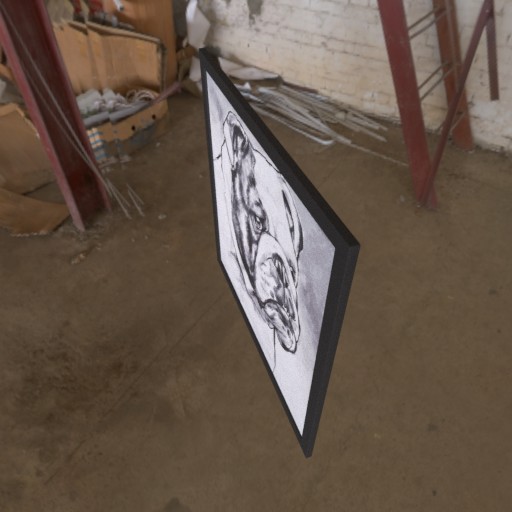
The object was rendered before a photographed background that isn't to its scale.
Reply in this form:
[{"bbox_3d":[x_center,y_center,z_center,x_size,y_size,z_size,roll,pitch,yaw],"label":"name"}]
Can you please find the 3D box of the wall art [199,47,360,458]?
[{"bbox_3d":[0.000,0.000,0.828,0.012,0.558,0.562,-15,47,-15],"label":"wall art"}]
